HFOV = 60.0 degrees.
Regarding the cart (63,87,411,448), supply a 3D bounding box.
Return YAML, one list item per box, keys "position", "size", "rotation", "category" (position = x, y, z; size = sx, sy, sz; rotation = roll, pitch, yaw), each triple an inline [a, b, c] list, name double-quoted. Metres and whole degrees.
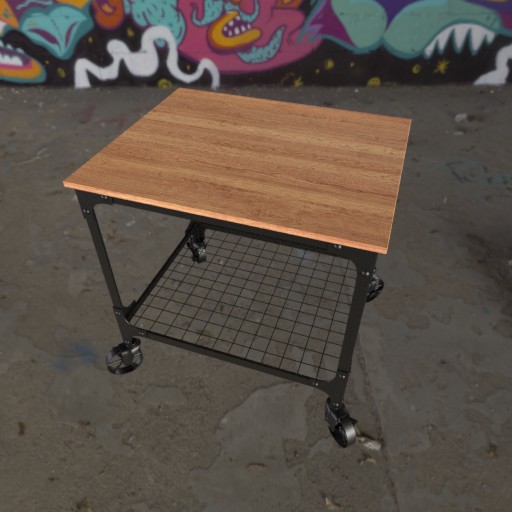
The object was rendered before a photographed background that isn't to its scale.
- position: [0.000, 0.000, 1.116]
  size: [0.666, 0.603, 0.558]
  rotation: [13, 43, 14]
  category: "cart"
